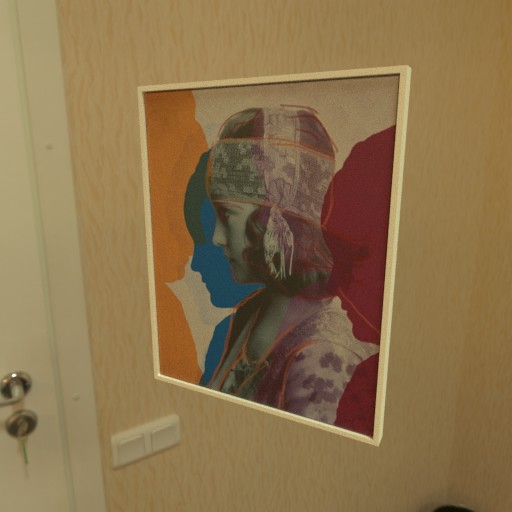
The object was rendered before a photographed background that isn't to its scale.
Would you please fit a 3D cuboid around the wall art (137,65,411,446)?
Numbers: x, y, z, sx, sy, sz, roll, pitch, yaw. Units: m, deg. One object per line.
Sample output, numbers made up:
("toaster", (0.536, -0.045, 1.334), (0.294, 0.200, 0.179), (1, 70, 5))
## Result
("wall art", (0.000, 0.000, 0.732), (0.443, 0.549, 0.030), (7, 16, 27))
